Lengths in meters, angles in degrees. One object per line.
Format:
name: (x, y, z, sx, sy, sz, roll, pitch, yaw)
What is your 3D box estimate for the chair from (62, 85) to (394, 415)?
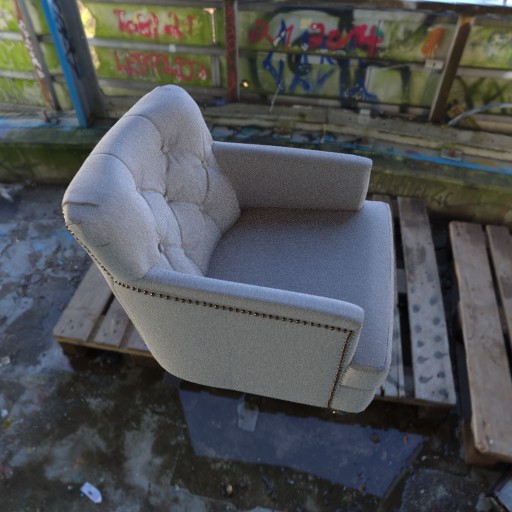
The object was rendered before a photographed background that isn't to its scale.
chair: (0.000, 0.000, 1.479, 0.902, 0.823, 0.737, 9, 47, 8)
